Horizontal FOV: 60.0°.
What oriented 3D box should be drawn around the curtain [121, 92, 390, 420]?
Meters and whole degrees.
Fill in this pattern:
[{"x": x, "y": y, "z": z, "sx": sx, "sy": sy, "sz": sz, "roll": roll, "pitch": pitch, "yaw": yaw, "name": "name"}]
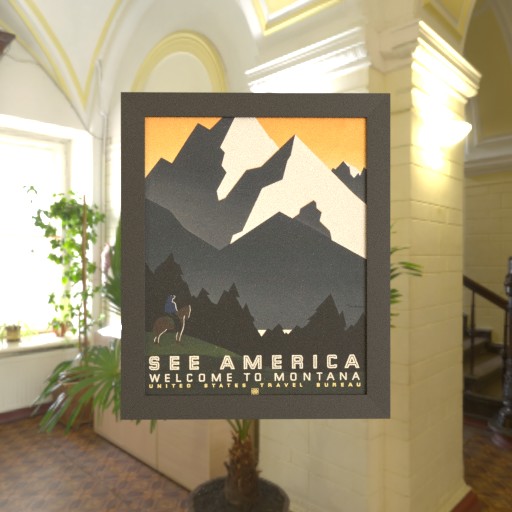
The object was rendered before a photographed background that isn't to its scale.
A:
[{"x": 0.000, "y": 0.000, "z": 0.807, "sx": 0.483, "sy": 0.585, "sz": 0.027, "roll": 0, "pitch": 0, "yaw": -1, "name": "curtain"}]
